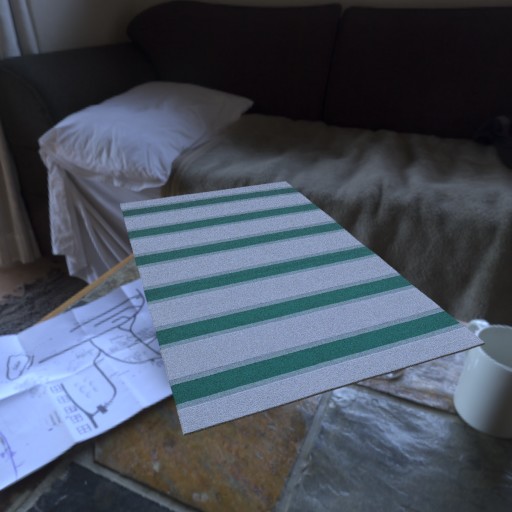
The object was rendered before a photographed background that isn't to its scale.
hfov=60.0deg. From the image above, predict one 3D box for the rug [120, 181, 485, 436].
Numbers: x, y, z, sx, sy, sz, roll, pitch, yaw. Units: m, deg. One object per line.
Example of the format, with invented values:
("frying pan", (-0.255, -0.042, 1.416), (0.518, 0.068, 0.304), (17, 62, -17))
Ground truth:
("rug", (0.000, 0.000, 2.953), (1.521, 0.015, 2.436), (-11, 32, -18))
